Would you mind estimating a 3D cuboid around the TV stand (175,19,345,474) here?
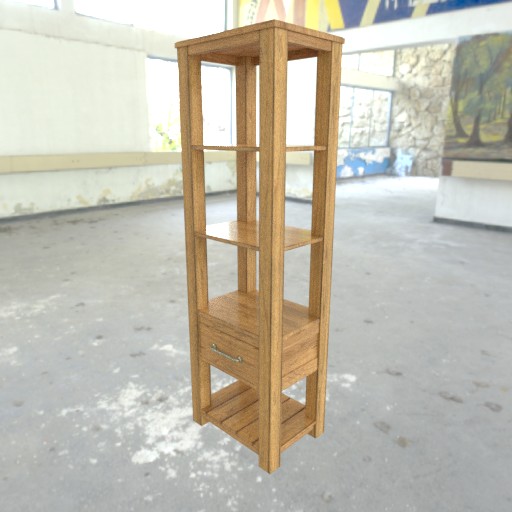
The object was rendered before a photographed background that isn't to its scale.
[{"bbox_3d":[0.000,0.000,2.047,0.565,1.828,0.435,15,21,42],"label":"TV stand"}]
